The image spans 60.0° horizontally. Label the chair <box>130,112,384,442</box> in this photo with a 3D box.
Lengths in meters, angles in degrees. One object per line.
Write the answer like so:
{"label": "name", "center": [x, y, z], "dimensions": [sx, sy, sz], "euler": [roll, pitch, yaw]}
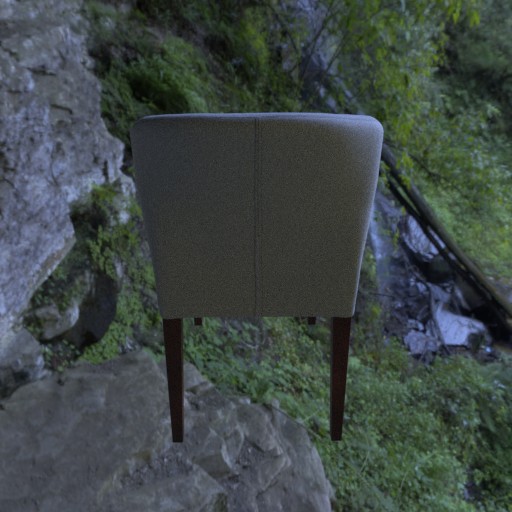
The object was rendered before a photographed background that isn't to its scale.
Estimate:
{"label": "chair", "center": [0.000, 0.000, 1.170], "dimensions": [0.491, 0.839, 0.592], "euler": [0, 29, -1]}
